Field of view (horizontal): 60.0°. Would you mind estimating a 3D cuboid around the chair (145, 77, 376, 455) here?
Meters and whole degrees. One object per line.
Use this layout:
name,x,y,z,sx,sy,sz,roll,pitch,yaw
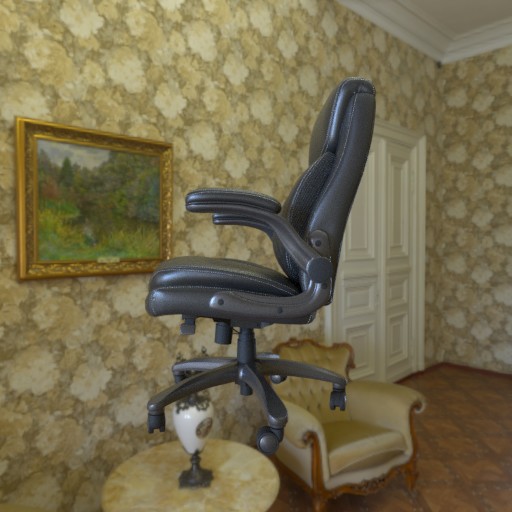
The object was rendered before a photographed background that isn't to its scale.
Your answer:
chair,0.000,0.000,1.581,0.724,1.110,0.782,0,1,0
